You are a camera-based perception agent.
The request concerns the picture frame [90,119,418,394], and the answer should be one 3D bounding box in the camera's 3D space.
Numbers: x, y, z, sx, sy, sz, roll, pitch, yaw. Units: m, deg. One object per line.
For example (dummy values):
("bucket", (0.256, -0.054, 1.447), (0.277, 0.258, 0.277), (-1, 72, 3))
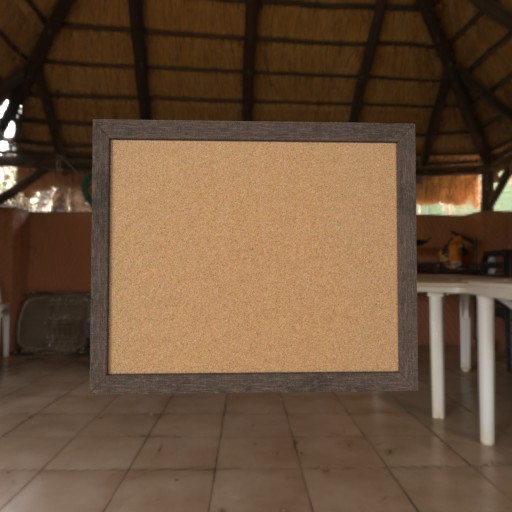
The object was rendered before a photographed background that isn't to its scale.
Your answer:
("picture frame", (0.000, 0.000, 0.757), (0.546, 0.455, 0.026), (0, -2, -2))
